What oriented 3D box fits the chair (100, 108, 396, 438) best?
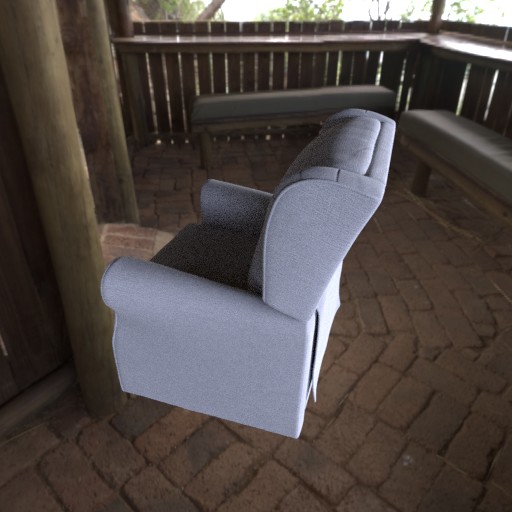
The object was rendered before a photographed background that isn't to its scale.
[{"bbox_3d":[0.000,0.000,1.663,0.854,0.966,0.906,9,31,15],"label":"chair"}]
